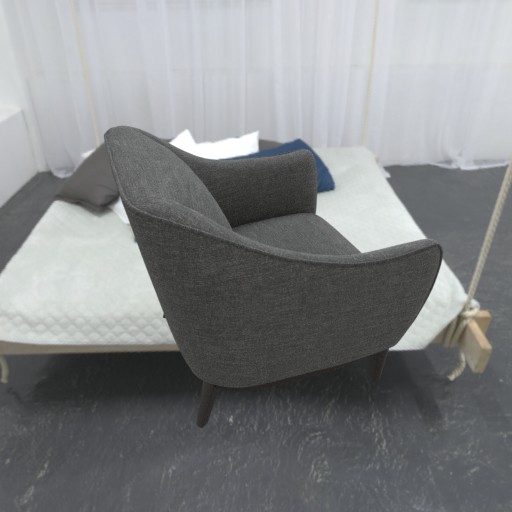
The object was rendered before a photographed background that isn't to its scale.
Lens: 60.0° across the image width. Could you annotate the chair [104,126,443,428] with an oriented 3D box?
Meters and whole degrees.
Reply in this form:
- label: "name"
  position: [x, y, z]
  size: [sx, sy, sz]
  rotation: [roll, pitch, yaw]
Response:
- label: "chair"
  position: [0.000, 0.000, 1.552]
  size: [0.851, 0.829, 0.870]
  rotation: [-12, 35, -17]
